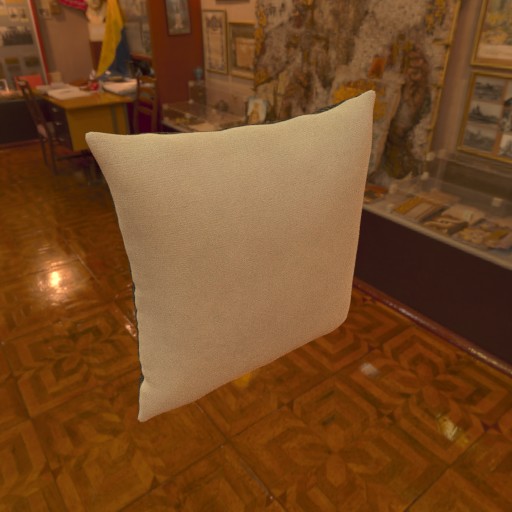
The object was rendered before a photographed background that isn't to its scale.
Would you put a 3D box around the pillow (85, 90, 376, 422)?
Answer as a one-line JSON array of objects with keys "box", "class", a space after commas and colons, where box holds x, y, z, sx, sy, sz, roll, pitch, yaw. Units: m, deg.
[{"box": [0.000, 0.000, 0.665, 0.433, 0.434, 0.196, -19, 35, -30], "class": "pillow"}]
